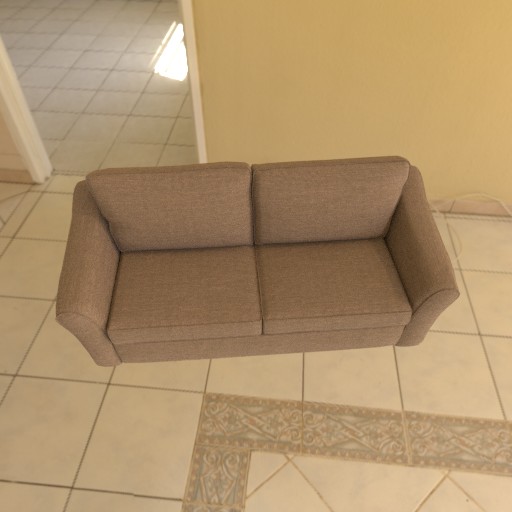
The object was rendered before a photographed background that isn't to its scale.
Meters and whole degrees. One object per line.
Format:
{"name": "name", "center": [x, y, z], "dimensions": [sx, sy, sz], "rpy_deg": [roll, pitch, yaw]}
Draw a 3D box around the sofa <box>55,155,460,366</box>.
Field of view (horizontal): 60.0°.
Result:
{"name": "sofa", "center": [0.000, 0.000, 2.786], "dimensions": [2.270, 0.965, 0.980], "rpy_deg": [-3, 47, -3]}
